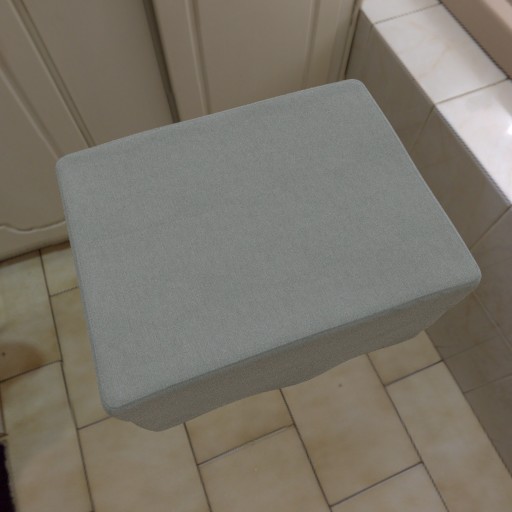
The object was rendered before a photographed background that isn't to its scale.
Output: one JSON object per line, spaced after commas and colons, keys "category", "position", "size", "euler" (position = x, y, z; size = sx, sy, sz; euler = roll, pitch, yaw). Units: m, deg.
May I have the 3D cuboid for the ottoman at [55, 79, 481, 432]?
{"category": "ottoman", "position": [0.000, 0.000, 1.195], "size": [0.833, 0.461, 0.648], "euler": [-18, 66, -8]}
